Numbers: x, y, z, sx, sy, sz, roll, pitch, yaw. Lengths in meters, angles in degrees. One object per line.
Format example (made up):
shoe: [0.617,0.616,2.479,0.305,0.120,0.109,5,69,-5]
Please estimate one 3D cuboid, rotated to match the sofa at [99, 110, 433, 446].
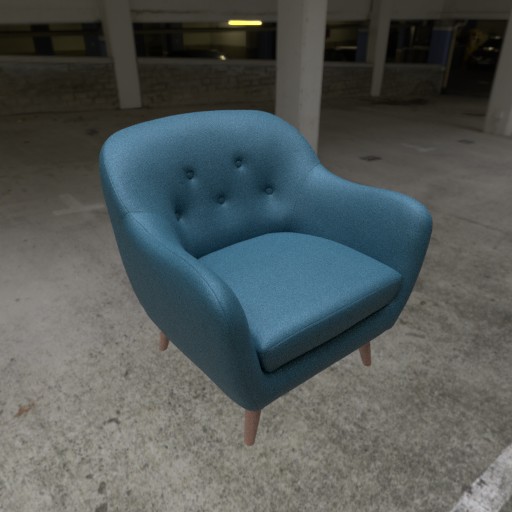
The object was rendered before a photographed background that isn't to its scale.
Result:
sofa: [0.000,0.000,1.500,0.836,0.817,0.825,-21,35,-33]
